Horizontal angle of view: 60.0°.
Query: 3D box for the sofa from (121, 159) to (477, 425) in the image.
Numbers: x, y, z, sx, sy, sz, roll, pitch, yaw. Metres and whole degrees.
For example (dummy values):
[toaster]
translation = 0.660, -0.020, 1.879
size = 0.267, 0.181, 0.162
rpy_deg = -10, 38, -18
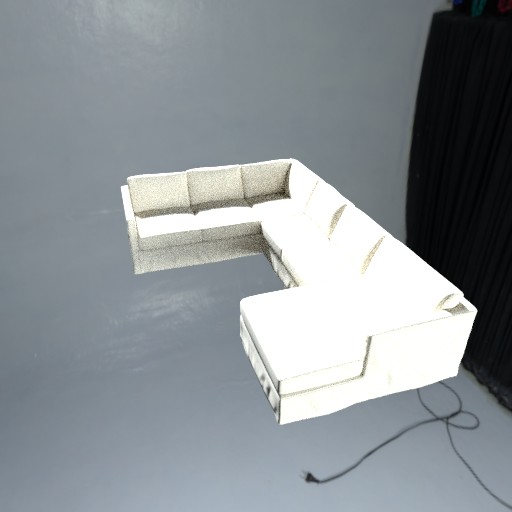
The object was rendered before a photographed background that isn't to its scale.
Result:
[sofa]
translation = 0.000, 0.000, 4.542
size = 2.427, 0.882, 3.460
rpy_deg = -9, 32, -16
